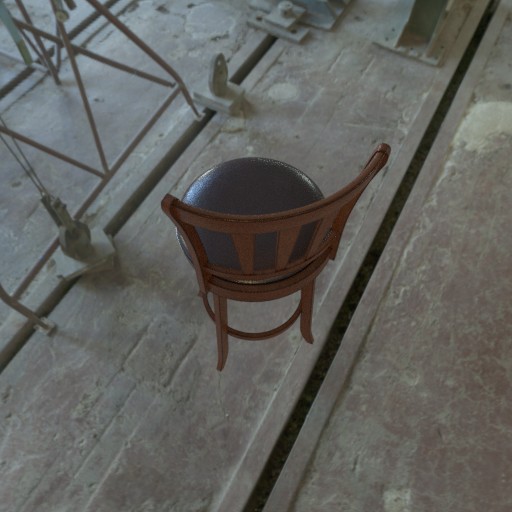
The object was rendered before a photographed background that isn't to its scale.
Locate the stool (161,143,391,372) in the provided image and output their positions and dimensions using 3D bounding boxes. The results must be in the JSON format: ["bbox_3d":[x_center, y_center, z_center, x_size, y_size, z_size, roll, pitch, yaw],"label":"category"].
[{"bbox_3d":[0.000,0.000,1.423,0.464,1.177,0.503,-15,61,-8],"label":"stool"}]
